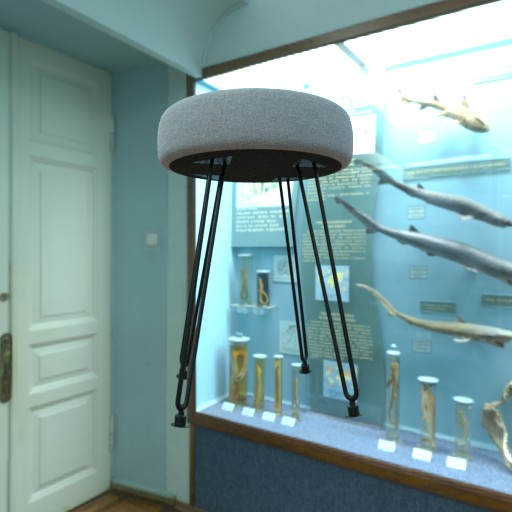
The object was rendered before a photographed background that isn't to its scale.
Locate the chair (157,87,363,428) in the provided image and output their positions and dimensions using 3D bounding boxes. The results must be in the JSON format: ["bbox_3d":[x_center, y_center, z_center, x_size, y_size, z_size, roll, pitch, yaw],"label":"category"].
[{"bbox_3d":[0.000,0.000,0.699,0.350,0.440,0.350,0,0,36],"label":"chair"}]
